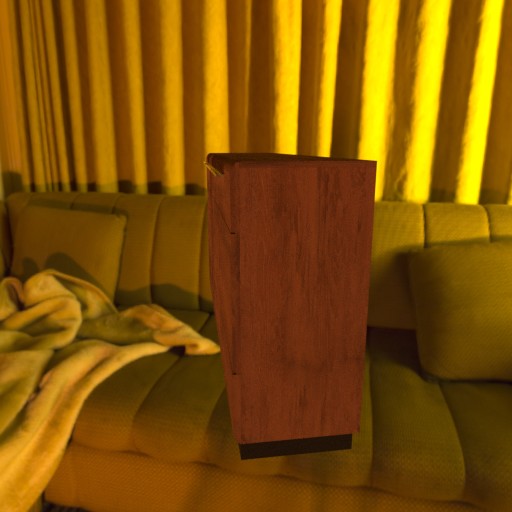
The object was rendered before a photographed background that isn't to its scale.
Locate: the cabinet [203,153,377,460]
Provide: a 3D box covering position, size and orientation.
[{"bbox_3d":[0.000,0.000,2.031,0.420,0.900,1.600,-2,14,-8],"label":"cabinet"}]
